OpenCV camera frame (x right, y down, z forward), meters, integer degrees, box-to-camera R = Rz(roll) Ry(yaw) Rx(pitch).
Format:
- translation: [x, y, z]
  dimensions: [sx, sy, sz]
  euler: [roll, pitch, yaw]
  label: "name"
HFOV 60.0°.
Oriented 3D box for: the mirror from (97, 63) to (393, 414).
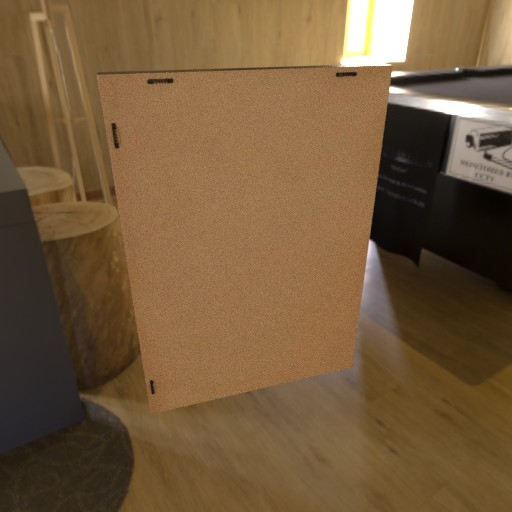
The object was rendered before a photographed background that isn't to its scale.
- translation: [0.000, 0.000, 0.909]
  dimensions: [0.507, 0.710, 0.039]
  euler: [-8, 29, -15]
  label: "mirror"
